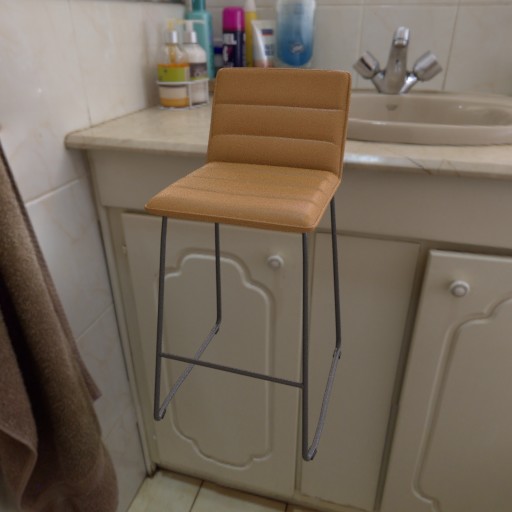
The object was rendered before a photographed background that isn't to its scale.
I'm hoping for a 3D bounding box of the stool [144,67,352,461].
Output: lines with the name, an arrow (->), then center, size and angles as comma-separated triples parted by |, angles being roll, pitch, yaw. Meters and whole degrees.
stool -> 0.000, 0.000, 1.237 | 0.489, 0.936, 0.524 | 8, 28, 16
